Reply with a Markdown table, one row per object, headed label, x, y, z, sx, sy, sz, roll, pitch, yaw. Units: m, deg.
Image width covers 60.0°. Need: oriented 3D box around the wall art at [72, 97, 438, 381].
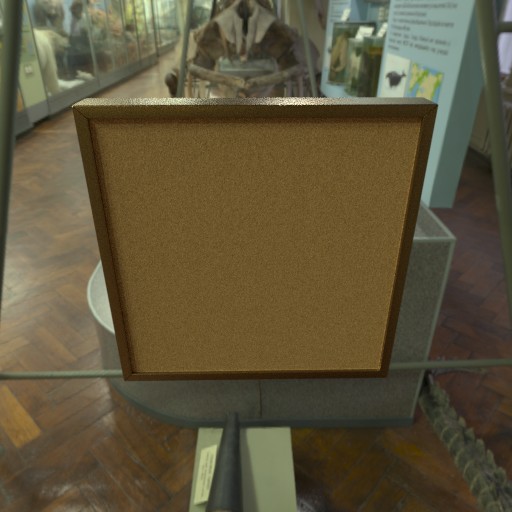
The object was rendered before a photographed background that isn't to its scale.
| label | x | y | z | sx | sy | sz | roll | pitch | yaw |
| --- | --- | --- | --- | --- | --- | --- | --- | --- | --- |
| wall art | 0.000 | 0.000 | 0.456 | 0.305 | 0.305 | 0.037 | -1 | 28 | -1 |
